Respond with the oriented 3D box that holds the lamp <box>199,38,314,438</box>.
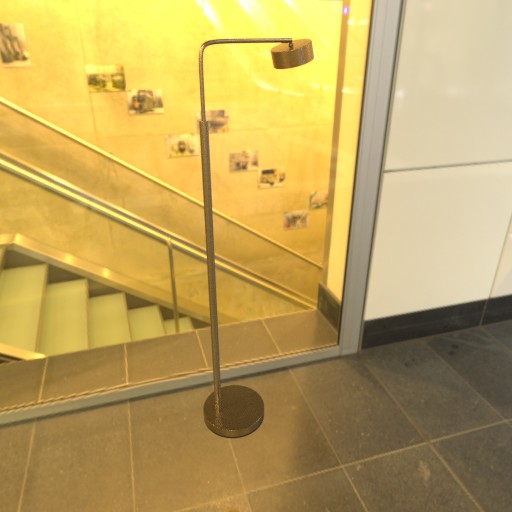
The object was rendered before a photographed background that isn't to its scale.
[{"bbox_3d":[0.000,0.000,1.394,0.418,1.230,0.219,-18,32,-32],"label":"lamp"}]
